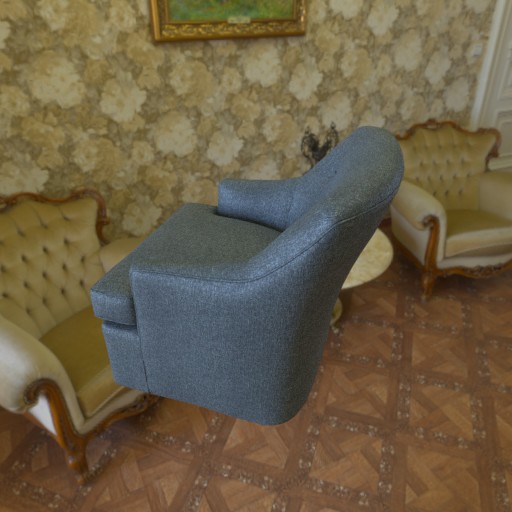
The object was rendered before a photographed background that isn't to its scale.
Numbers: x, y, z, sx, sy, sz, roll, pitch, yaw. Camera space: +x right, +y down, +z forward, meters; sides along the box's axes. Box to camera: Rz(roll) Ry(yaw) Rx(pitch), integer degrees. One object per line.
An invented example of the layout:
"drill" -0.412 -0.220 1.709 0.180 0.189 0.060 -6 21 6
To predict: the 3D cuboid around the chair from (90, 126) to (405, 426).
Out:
"chair" 0.000 0.000 1.619 0.923 0.856 0.864 9 31 15
